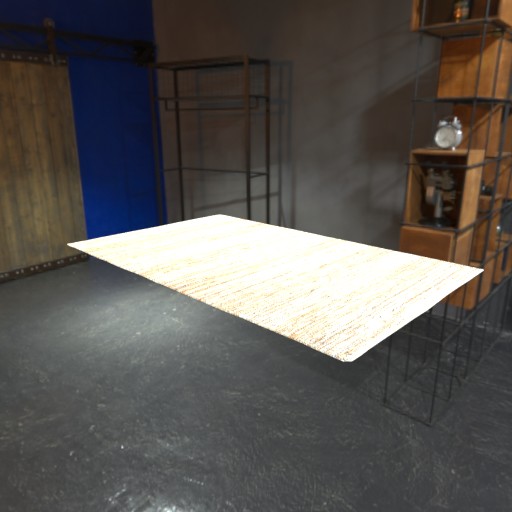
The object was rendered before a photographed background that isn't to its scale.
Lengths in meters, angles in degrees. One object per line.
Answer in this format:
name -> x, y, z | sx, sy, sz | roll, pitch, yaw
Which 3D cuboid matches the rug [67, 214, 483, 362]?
rug -> 0.000, 0.000, 3.018 | 2.446, 0.009, 1.529 | 16, 23, 41
